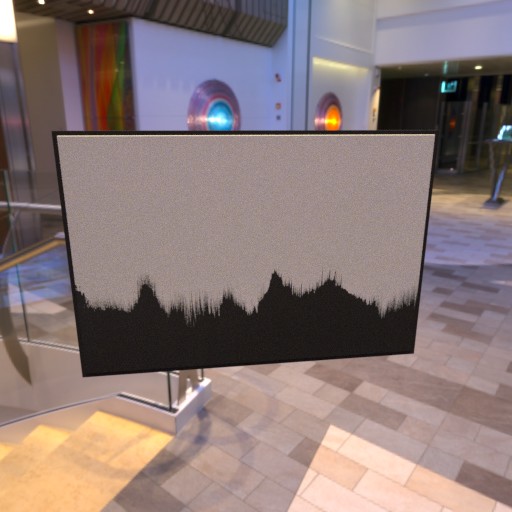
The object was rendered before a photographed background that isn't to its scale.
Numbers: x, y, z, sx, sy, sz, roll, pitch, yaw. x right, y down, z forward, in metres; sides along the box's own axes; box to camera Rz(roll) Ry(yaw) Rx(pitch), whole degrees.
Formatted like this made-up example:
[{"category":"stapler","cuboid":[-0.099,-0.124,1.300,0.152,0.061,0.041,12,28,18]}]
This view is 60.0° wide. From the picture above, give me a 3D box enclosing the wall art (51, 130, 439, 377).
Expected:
[{"category":"wall art","cuboid":[0.000,0.000,1.476,1.190,0.805,0.028,-2,17,-8]}]
